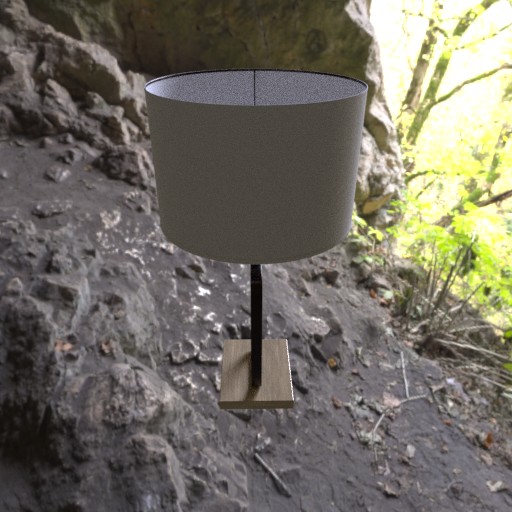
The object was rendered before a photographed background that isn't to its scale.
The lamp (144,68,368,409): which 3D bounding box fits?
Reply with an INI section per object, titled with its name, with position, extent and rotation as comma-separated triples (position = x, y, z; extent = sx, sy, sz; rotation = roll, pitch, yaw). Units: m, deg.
[lamp]
position = 0.000, 0.000, 0.691
extent = 0.279, 0.508, 0.279
rotation = 0, 30, -1
